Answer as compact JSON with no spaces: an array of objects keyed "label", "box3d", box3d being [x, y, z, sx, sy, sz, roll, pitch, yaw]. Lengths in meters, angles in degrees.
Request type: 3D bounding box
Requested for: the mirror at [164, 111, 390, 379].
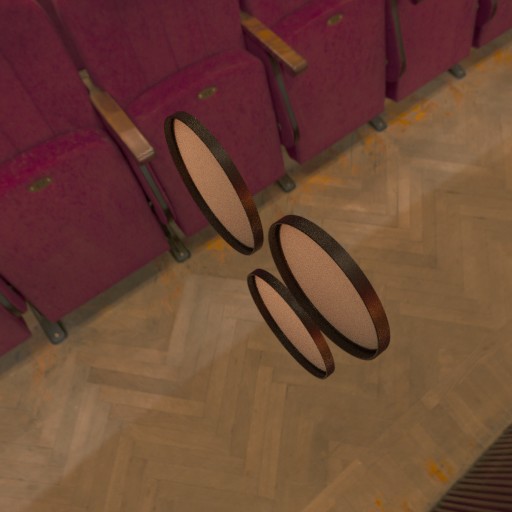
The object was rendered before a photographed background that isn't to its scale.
[{"label":"mirror","box3d":[0.000,0.000,3.224,0.076,2.096,2.160,-34,68,-16]}]
